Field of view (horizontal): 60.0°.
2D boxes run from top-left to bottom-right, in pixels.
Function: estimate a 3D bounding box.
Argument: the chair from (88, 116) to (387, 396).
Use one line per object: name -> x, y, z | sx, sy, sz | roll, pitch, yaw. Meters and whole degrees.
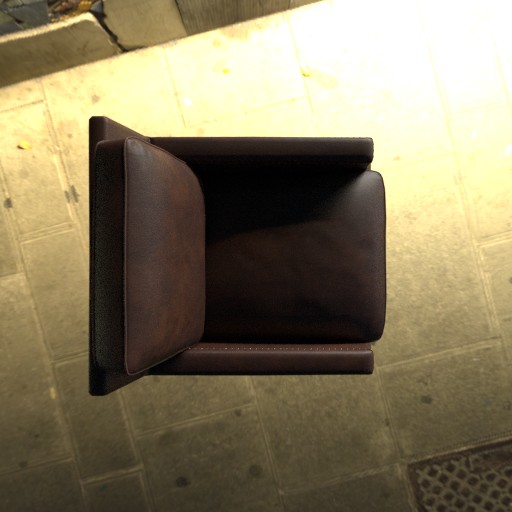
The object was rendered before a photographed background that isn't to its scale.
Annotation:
chair -> 0.000, 0.000, 1.668 | 1.014, 0.929, 0.853 | 0, 90, 0
